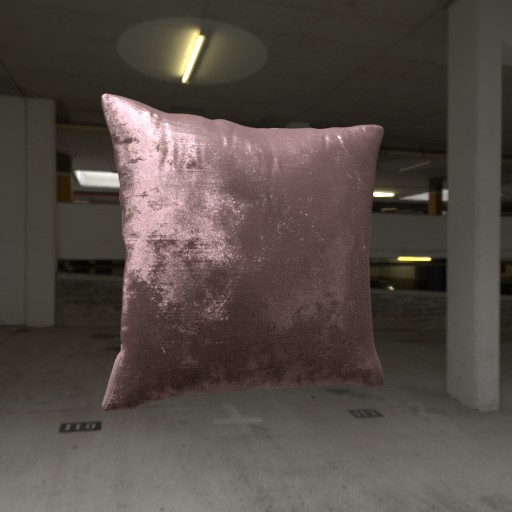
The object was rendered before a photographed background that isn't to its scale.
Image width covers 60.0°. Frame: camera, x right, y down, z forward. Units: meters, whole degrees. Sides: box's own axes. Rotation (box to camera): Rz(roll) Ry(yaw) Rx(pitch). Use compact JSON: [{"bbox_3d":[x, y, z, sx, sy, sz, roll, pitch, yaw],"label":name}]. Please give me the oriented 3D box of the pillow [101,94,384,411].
[{"bbox_3d":[0.000,0.000,0.712,0.470,0.464,0.175,0,1,-18],"label":"pillow"}]
